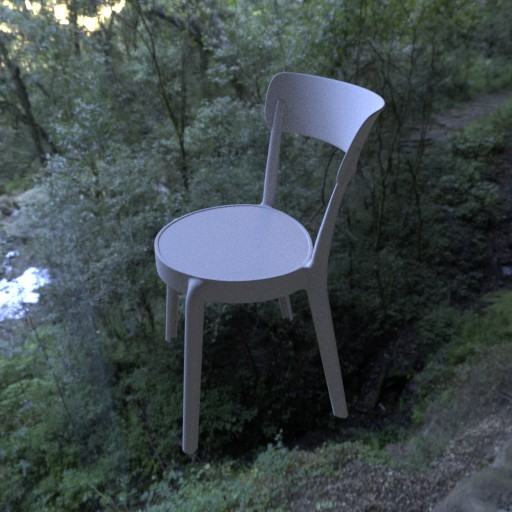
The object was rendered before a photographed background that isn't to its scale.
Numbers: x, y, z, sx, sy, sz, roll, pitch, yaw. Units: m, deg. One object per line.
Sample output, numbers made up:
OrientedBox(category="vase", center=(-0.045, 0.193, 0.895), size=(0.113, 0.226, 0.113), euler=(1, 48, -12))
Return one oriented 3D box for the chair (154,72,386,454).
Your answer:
OrientedBox(category="chair", center=(0.000, 0.000, 1.116), size=(0.491, 0.790, 0.506), euler=(-8, 31, -13))
